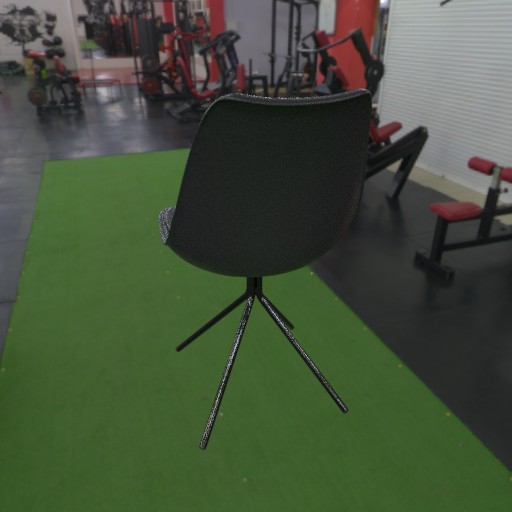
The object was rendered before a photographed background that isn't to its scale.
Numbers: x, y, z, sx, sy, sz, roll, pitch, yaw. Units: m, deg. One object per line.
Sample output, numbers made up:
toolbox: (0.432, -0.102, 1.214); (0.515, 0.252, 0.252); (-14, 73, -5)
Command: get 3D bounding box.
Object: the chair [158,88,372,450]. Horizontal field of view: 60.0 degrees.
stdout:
chair: (0.000, 0.000, 1.132); (0.461, 0.850, 0.525); (-8, 28, -16)
